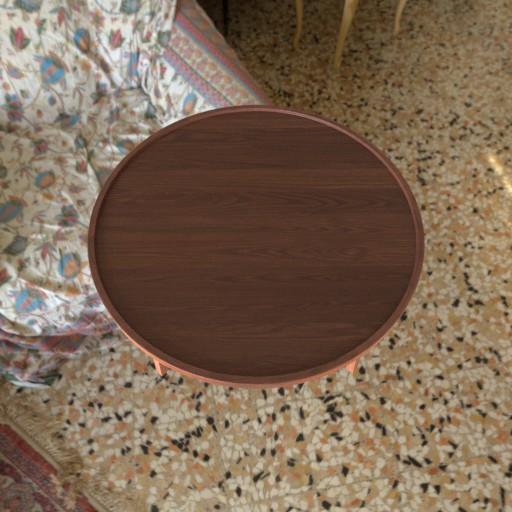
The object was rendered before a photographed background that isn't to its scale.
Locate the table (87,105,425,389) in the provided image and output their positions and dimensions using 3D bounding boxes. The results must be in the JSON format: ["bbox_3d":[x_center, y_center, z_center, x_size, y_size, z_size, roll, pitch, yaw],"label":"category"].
[{"bbox_3d":[0.000,0.000,1.224,0.800,0.360,0.800,0,59,0],"label":"table"}]
